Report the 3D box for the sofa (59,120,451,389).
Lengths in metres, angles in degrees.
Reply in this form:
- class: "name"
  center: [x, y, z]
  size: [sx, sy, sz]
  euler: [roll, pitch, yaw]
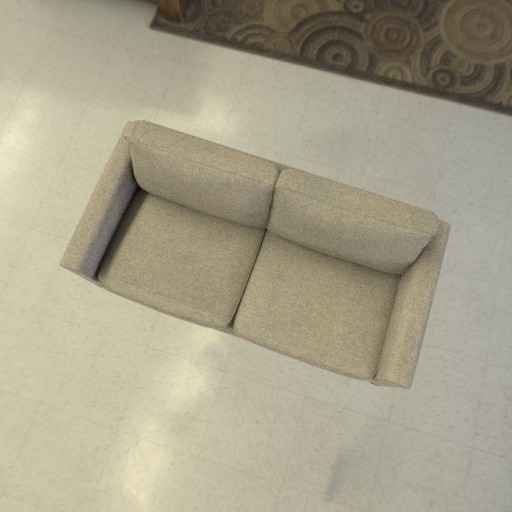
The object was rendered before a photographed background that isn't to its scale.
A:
- class: "sofa"
  center: [0.000, 0.000, 2.578]
  size: [1.978, 0.892, 0.969]
  euler: [19, 76, 5]
